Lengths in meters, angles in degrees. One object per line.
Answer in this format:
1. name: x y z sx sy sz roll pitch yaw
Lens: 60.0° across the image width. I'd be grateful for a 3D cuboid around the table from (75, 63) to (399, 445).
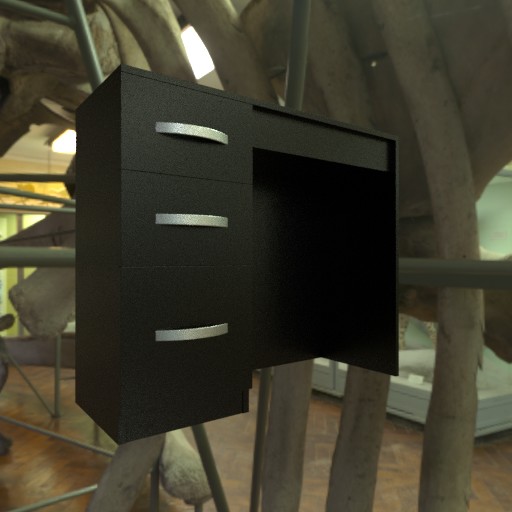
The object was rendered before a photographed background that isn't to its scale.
1. table: 0.000 0.000 1.318 0.930 0.790 0.380 0 0 -36
